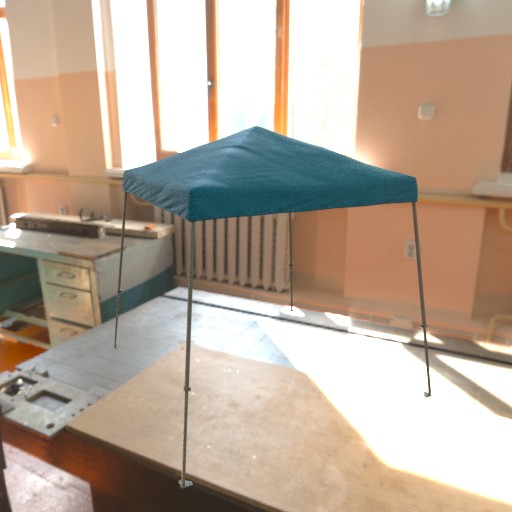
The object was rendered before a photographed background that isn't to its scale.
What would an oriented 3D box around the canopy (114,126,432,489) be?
[{"bbox_3d":[0.000,0.000,5.053,2.848,2.849,2.849,-8,17,-27],"label":"canopy"}]
